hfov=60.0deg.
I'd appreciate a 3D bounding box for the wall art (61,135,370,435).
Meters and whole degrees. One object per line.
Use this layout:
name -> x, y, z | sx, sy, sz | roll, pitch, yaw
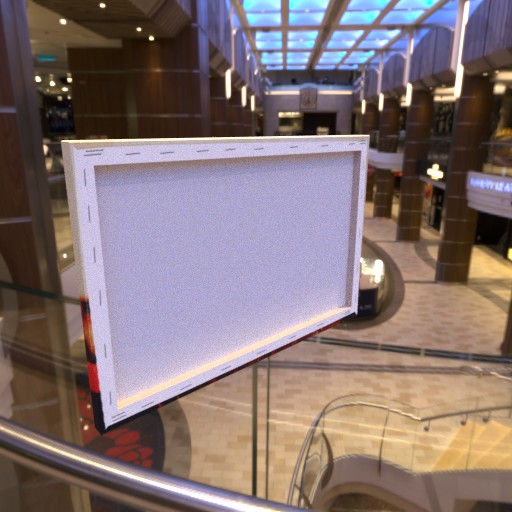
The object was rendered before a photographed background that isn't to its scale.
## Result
wall art -> 0.000, 0.000, 1.162 | 0.918, 0.602, 0.038 | -14, 21, -40
